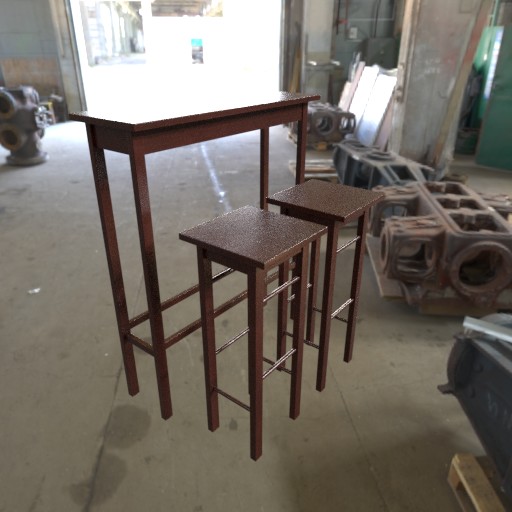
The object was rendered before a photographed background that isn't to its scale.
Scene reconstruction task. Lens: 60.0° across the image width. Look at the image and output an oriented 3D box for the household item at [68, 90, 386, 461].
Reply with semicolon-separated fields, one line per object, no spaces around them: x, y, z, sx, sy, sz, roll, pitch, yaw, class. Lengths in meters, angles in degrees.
0.000;0.000;1.659;0.676;1.067;0.914;19;32;34;household item
